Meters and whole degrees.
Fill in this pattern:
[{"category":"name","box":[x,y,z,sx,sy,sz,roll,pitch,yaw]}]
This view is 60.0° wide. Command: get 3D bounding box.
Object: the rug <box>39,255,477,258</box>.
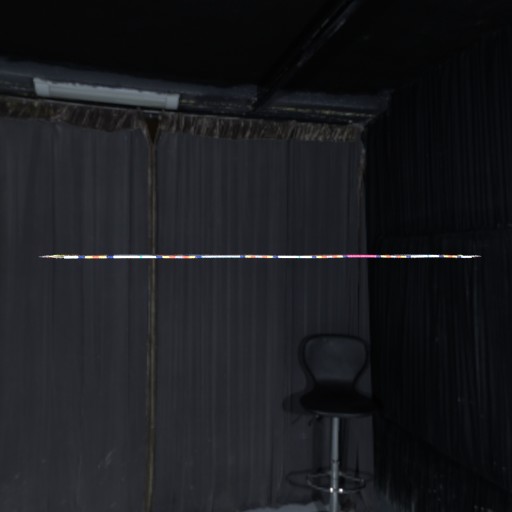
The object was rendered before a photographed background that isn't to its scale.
[{"category":"rug","box":[0.000,0.000,2.243,1.849,0.013,1.084,0,0,-18]}]
